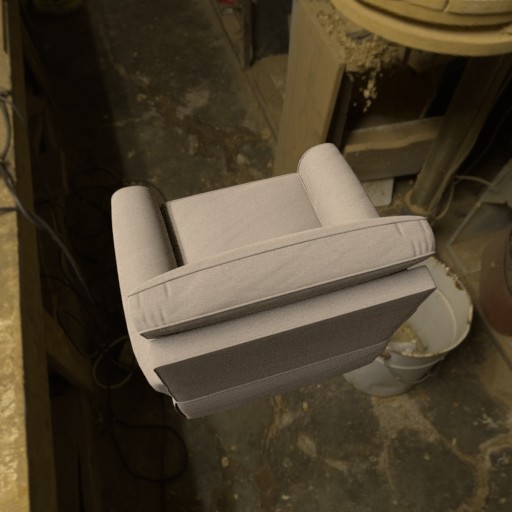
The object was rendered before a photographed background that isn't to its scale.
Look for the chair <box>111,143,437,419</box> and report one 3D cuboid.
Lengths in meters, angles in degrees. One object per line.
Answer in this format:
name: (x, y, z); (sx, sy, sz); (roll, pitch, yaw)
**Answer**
chair: (0.000, 0.000, 1.892); (1.135, 1.017, 0.988); (-14, 59, -9)
